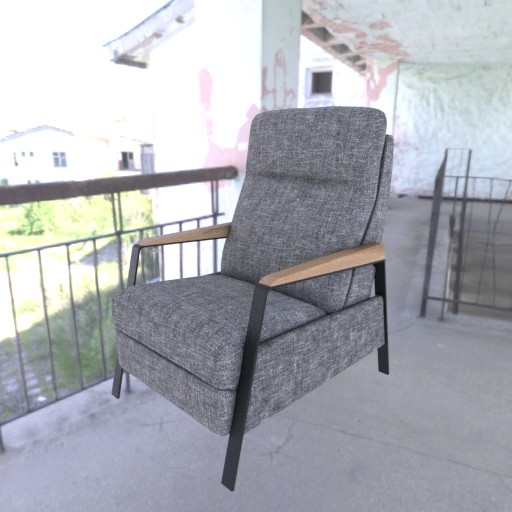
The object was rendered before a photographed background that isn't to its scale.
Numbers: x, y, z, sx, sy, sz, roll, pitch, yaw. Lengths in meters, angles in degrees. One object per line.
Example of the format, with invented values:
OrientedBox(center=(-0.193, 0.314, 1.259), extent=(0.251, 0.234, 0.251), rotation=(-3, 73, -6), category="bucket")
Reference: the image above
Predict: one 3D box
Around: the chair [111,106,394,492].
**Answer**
OrientedBox(center=(0.000, 0.000, 1.599), extent=(0.671, 1.042, 0.868), rotation=(15, 21, 43), category="chair")
